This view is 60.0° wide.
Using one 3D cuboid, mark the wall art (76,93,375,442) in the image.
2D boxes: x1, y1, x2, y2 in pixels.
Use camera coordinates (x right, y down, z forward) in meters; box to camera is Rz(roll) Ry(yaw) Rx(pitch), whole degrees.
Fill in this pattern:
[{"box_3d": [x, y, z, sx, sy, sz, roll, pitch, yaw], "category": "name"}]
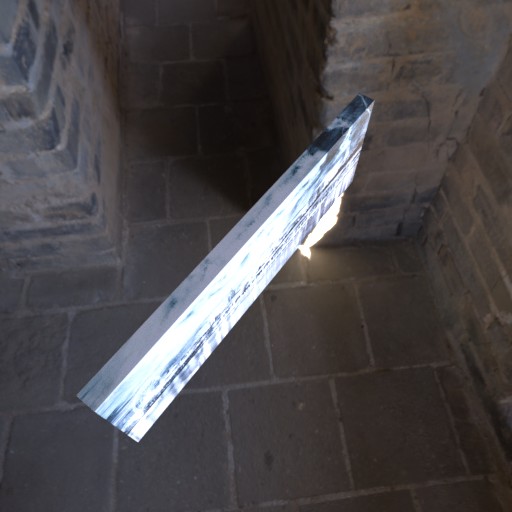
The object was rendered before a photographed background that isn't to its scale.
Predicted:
[{"box_3d": [0.000, 0.000, 0.853, 0.037, 0.251, 0.759, 32, 64, 18], "category": "wall art"}]
